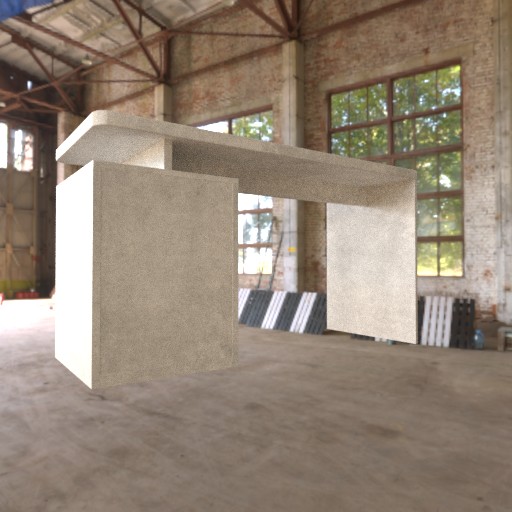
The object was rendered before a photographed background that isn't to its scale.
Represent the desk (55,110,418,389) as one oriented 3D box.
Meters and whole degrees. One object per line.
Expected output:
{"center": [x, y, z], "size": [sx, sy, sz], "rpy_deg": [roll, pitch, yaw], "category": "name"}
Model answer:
{"center": [0.000, 0.000, 1.774], "size": [1.400, 0.755, 0.550], "rpy_deg": [1, -1, -35], "category": "desk"}
